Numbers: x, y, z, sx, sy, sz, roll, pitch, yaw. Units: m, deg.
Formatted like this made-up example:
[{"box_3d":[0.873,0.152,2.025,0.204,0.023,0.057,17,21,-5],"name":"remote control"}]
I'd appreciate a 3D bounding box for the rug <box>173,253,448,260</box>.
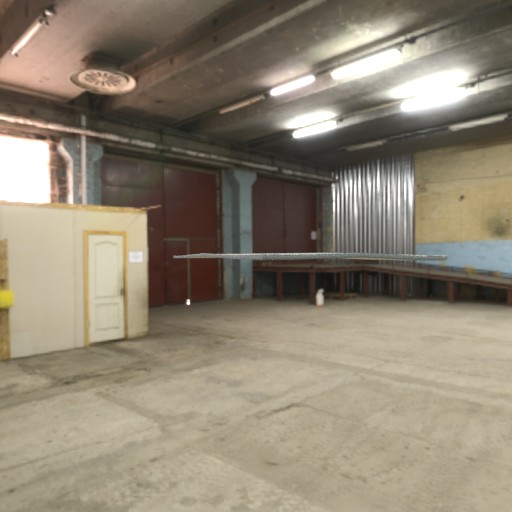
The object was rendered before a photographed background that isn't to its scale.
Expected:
[{"box_3d":[0.000,0.000,2.535,0.675,0.037,2.341,0,0,-17],"name":"rug"}]
